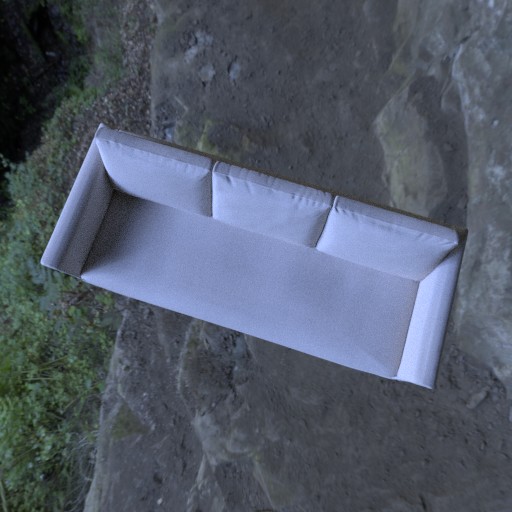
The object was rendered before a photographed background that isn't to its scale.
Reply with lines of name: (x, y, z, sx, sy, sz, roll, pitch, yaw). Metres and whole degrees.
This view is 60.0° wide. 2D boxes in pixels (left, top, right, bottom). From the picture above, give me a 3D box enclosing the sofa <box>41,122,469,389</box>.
sofa: (0.000, 0.000, 2.628, 2.198, 0.911, 0.902, 17, 77, 4)
